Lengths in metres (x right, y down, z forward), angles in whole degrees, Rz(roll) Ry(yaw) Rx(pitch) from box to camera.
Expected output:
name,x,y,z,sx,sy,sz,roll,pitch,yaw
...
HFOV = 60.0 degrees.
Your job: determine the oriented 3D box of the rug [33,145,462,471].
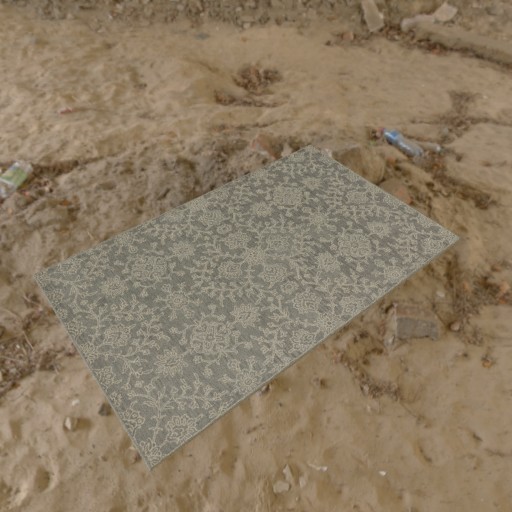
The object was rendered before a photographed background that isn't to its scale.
name,x,y,z,sx,sy,sz,roll,pitch,yaw
rug,0.000,0.000,2.937,2.430,0.010,1.515,-30,53,-26
